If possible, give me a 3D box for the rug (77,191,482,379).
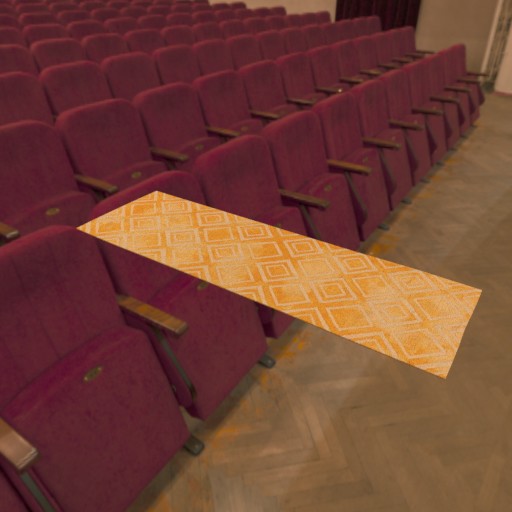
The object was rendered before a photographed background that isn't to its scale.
[{"bbox_3d":[0.000,0.000,2.710,2.438,0.010,0.775,19,36,28],"label":"rug"}]
